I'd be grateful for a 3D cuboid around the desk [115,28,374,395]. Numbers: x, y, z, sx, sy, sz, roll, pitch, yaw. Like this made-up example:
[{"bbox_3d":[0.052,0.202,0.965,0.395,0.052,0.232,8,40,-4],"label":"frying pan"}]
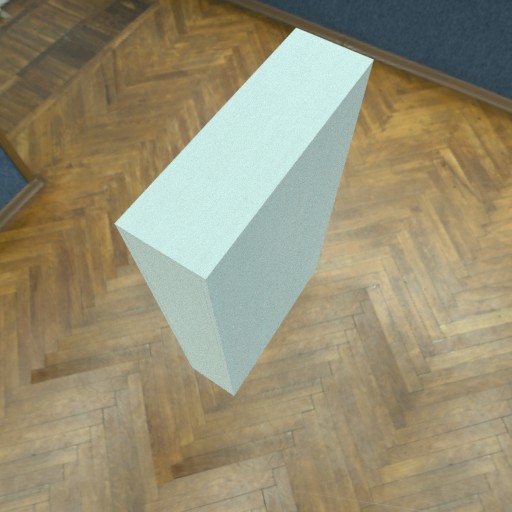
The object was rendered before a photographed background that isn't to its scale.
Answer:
[{"bbox_3d":[0.000,0.000,1.614,0.250,1.280,0.750,30,67,14],"label":"desk"}]
